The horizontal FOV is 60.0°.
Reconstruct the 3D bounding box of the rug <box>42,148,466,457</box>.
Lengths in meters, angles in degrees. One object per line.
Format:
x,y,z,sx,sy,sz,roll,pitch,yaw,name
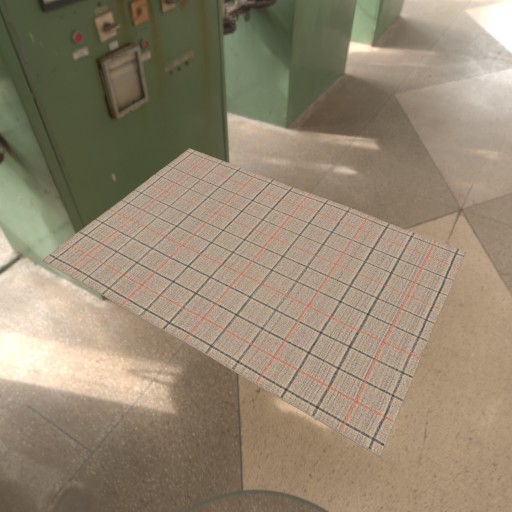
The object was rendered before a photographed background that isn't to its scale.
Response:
0.000,0.000,2.296,1.829,0.013,1.220,24,51,22,rug
